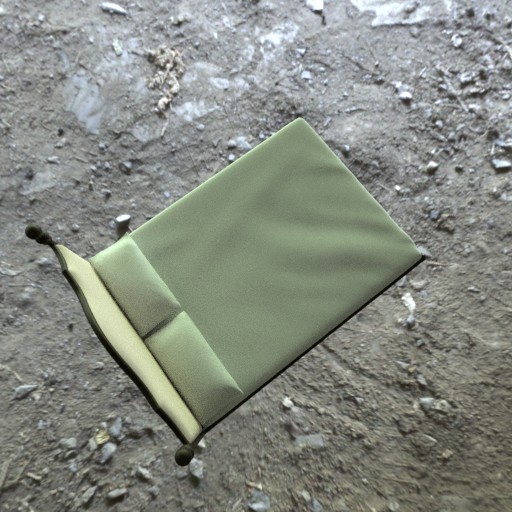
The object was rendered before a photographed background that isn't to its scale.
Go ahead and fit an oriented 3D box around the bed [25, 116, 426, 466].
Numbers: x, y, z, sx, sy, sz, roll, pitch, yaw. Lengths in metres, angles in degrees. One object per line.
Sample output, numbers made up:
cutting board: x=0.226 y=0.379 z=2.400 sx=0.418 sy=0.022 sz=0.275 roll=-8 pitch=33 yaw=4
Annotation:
bed: x=0.000 y=0.000 z=3.306 sx=2.224 sy=1.499 sz=1.642 roll=-36 pitch=79 yaw=-8
